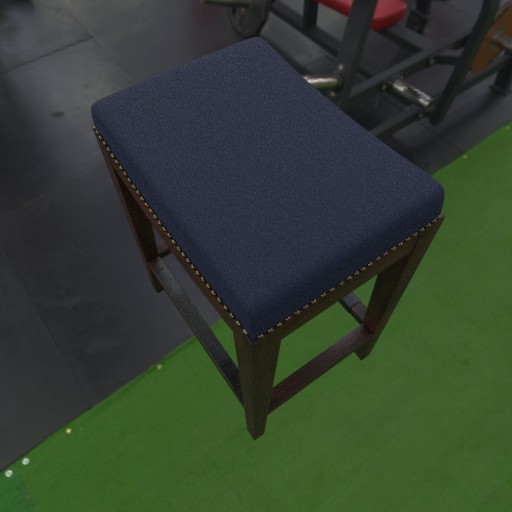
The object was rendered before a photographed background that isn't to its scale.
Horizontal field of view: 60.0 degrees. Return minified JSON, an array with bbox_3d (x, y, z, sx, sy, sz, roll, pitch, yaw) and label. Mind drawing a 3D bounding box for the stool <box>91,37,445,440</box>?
[{"bbox_3d":[0.000,0.000,0.927,0.361,0.642,0.500,-31,62,-18],"label":"stool"}]
